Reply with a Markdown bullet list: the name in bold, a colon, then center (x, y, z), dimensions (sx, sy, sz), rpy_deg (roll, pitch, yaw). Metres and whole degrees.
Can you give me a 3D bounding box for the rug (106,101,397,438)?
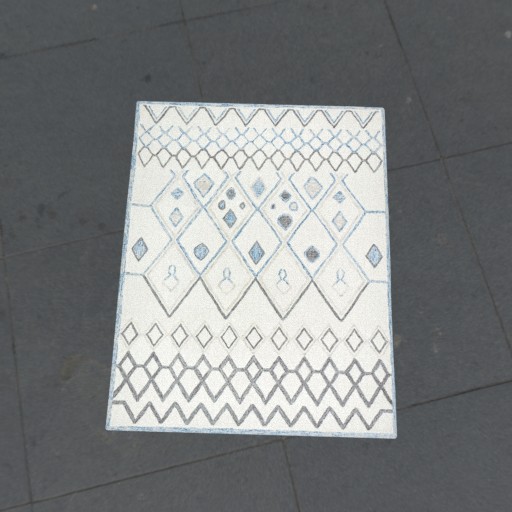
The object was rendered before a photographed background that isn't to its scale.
- **rug**: center (0.000, 0.000, 4.038), dimensions (2.441, 0.013, 3.056), rpy_deg (2, 78, 0)
